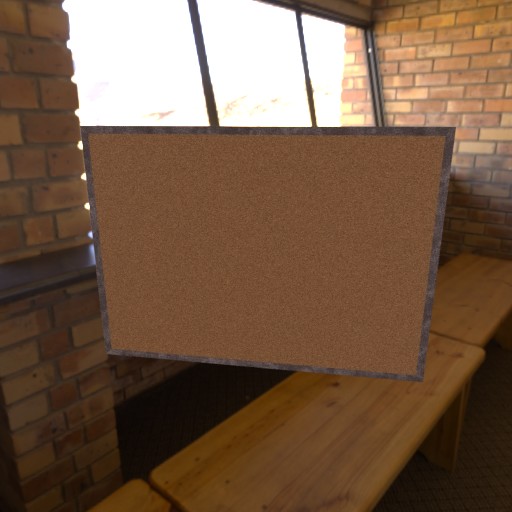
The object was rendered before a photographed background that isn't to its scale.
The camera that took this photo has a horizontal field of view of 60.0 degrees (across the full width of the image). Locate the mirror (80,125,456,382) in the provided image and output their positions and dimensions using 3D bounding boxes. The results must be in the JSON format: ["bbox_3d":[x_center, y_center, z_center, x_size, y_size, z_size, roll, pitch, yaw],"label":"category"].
[{"bbox_3d":[0.000,0.000,1.414,1.101,0.795,0.022,3,18,9],"label":"mirror"}]
